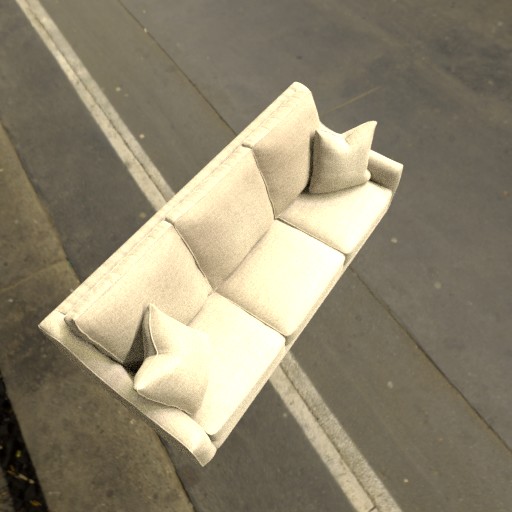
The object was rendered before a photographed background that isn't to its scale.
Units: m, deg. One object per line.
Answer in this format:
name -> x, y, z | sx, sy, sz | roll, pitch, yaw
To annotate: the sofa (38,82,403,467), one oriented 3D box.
sofa -> 0.000, 0.000, 2.481 | 0.865, 0.914, 2.031 | 31, 63, 18
